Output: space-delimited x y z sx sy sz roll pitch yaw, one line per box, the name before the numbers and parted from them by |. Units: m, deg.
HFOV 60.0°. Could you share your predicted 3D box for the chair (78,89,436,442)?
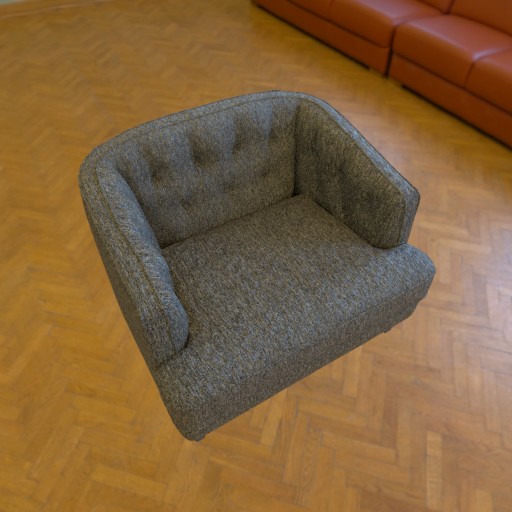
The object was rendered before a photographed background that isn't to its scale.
chair | 0.000 0.000 1.754 1.104 0.852 0.941 -24 51 -21
